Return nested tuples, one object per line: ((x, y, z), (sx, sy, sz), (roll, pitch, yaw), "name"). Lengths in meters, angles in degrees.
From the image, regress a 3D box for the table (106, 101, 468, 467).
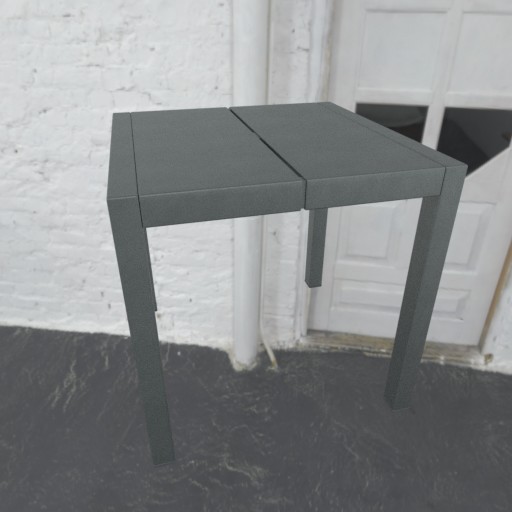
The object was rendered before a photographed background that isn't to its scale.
((0.000, 0.000, 0.926), (0.508, 0.508, 0.508), (-7, 30, -13), "table")
